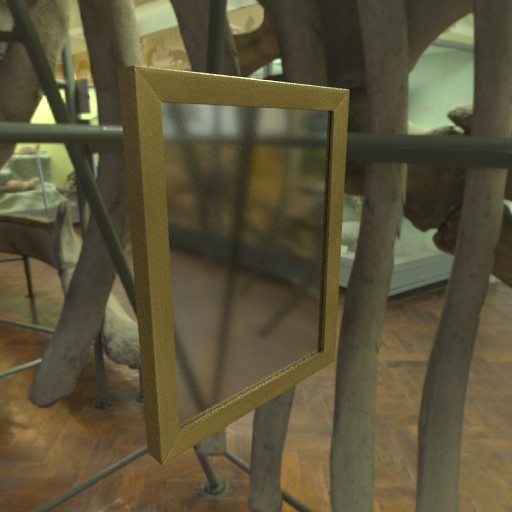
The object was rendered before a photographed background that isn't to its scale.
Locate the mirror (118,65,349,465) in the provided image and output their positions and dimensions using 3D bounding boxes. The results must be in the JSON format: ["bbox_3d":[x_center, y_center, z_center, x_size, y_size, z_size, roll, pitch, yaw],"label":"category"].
[{"bbox_3d":[0.000,0.000,0.689,0.405,0.508,0.041,-15,22,-43],"label":"mirror"}]
